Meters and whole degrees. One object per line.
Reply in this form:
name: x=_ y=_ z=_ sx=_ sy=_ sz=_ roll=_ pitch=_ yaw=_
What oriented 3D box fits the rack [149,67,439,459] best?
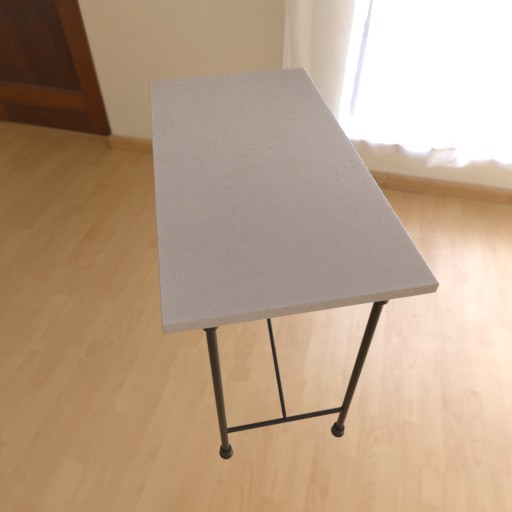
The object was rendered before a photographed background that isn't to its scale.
rack: x=0.000 y=0.000 z=1.657 sx=0.613 sy=0.880 sz=1.159 roll=-8 pitch=46 yaw=-7
